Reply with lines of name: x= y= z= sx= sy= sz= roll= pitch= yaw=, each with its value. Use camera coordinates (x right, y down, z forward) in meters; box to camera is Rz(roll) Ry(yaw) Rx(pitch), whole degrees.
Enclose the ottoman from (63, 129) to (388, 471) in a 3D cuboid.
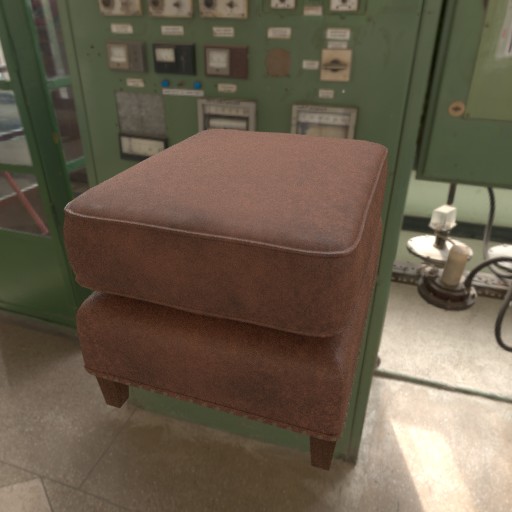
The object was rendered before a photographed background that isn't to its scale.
ottoman: x=0.000 y=0.000 z=1.133 sx=0.589 sy=0.537 sz=0.738 roll=9 pitch=30 yaw=17
